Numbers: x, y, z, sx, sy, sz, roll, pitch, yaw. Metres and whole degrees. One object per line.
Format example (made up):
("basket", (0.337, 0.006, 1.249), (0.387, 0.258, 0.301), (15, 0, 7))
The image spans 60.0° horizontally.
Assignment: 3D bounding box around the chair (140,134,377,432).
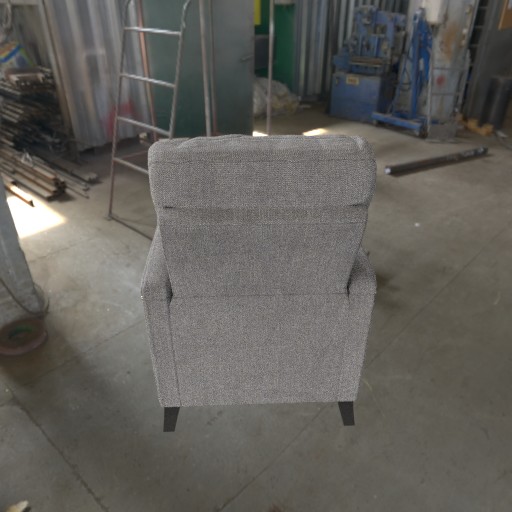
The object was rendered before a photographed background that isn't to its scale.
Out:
("chair", (0.000, 0.000, 1.604), (0.710, 1.049, 0.922), (-1, 31, -2))
